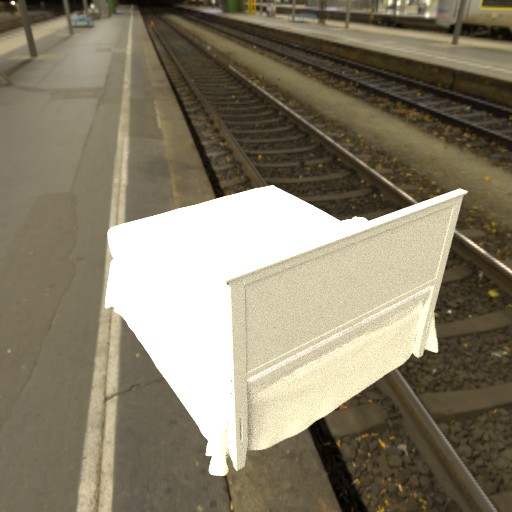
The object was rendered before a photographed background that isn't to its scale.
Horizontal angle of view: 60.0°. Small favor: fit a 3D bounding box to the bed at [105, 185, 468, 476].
[{"bbox_3d":[0.000,0.000,3.196,1.876,1.269,2.047,-19,35,-29],"label":"bed"}]
